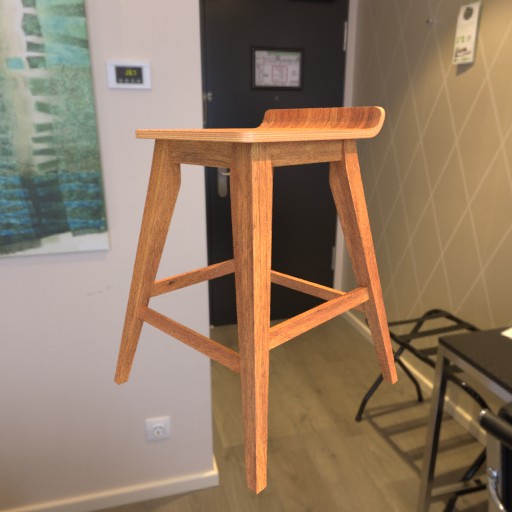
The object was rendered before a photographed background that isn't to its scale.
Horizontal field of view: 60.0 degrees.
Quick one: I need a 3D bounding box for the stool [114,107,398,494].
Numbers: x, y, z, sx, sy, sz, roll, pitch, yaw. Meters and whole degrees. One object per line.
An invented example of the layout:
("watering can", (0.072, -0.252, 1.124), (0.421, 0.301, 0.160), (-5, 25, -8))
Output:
("stool", (0.000, 0.000, 1.013), (0.500, 0.650, 0.500), (16, 23, 42))
